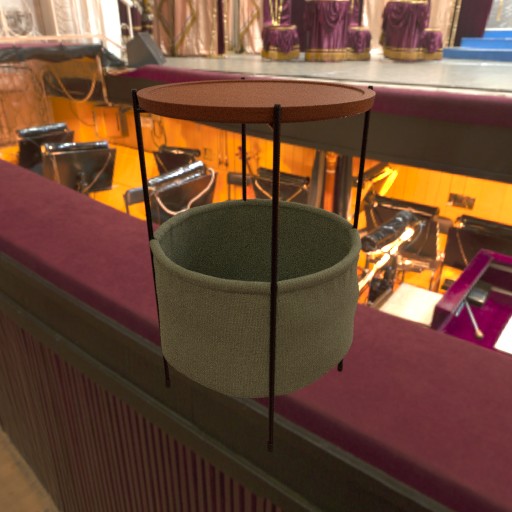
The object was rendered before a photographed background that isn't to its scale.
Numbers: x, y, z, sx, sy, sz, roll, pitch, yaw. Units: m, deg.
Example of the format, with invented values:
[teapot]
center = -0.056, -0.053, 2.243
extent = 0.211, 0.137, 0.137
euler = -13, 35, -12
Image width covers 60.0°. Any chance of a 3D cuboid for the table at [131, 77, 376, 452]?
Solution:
[table]
center = 0.000, 0.000, 0.872
extent = 0.400, 0.623, 0.400
euler = 19, 32, 33
